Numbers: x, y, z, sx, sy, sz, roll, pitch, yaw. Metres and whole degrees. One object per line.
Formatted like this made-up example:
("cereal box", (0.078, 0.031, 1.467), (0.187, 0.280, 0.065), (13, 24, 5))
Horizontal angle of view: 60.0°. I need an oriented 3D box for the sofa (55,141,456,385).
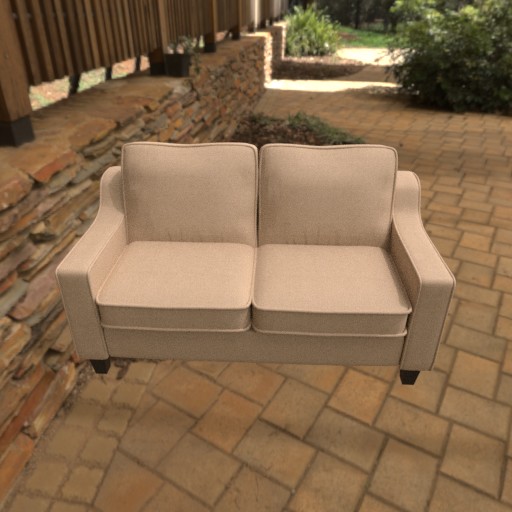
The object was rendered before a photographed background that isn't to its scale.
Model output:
("sofa", (0.000, 0.000, 3.466), (2.587, 1.562, 1.351), (1, 30, 2))
